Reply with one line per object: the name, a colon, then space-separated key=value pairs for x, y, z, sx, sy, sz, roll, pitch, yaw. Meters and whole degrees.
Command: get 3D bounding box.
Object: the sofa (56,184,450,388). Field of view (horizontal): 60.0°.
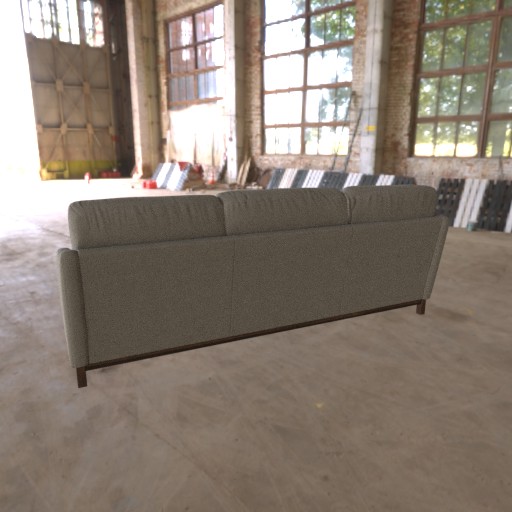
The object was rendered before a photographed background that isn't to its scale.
sofa: x=0.000 y=0.000 z=2.857 sx=2.344 sy=0.926 sz=0.987 roll=-7 pitch=16 yaw=-25
